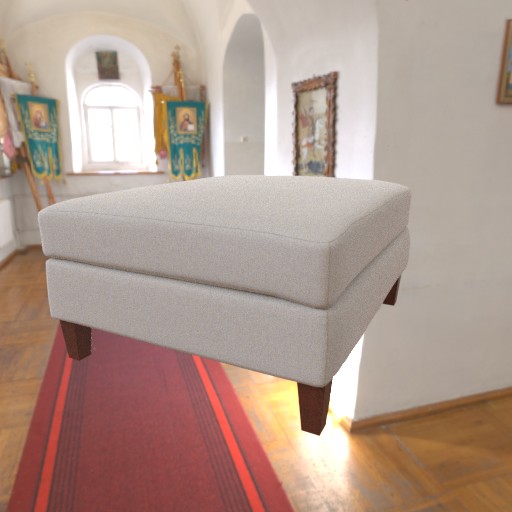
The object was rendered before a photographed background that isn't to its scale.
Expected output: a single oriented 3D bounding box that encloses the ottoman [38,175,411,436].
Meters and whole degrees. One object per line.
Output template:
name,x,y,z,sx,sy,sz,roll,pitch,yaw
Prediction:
ottoman,0.000,0.000,1.443,0.836,0.492,0.976,8,17,26
